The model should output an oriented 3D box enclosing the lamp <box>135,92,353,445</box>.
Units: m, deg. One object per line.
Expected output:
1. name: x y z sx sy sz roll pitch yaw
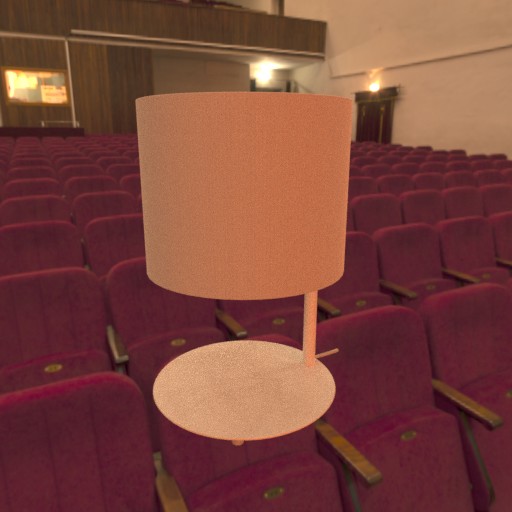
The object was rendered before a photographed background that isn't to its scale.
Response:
1. lamp: 0.000 0.000 0.693 0.341 0.454 0.299 -7 17 -25
